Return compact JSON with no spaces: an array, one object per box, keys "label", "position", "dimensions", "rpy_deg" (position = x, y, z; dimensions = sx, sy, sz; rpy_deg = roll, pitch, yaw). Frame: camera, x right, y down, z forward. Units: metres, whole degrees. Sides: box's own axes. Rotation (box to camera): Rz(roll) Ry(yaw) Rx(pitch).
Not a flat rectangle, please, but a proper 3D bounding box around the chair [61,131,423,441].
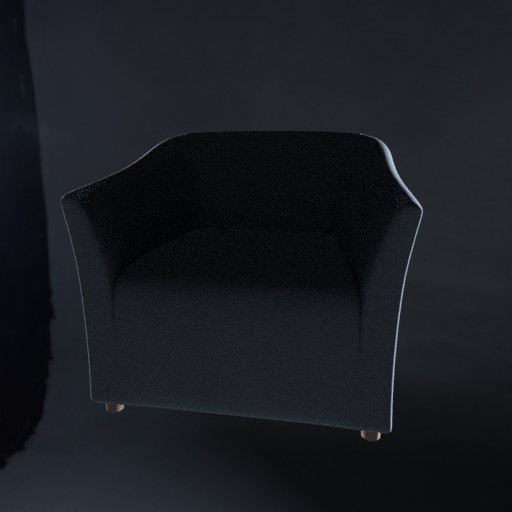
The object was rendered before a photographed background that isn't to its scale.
[{"label":"chair","position":[0.000,0.000,1.315],"dimensions":[0.790,0.720,0.700],"rpy_deg":[3,16,9]}]
